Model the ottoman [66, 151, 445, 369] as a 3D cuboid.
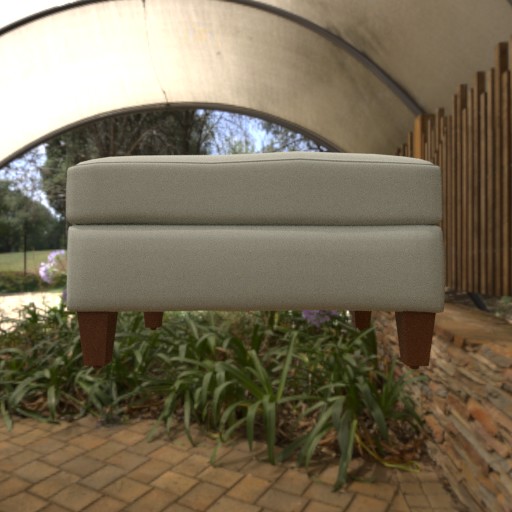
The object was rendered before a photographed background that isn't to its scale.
[{"bbox_3d":[0.000,0.000,1.230,0.818,0.496,0.634,0,0,0],"label":"ottoman"}]
